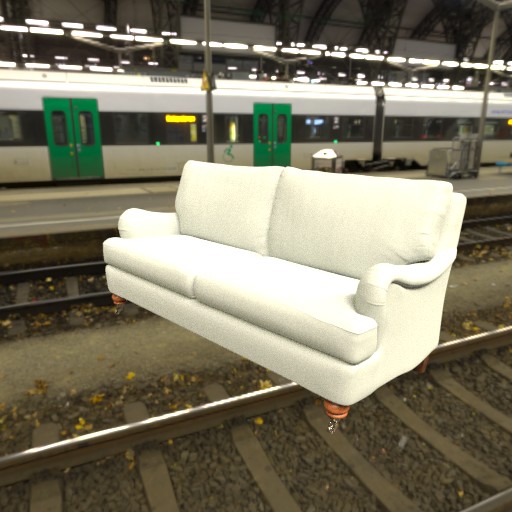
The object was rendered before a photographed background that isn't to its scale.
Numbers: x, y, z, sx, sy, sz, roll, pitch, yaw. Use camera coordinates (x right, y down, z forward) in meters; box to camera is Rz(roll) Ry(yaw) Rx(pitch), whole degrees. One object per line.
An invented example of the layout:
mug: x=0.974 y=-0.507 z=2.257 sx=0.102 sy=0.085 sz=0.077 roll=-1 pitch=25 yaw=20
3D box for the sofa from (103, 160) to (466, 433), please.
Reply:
sofa: x=0.000 y=0.000 z=2.832 sx=2.193 sy=1.096 sz=1.069 roll=15 pitch=21 yaw=42
